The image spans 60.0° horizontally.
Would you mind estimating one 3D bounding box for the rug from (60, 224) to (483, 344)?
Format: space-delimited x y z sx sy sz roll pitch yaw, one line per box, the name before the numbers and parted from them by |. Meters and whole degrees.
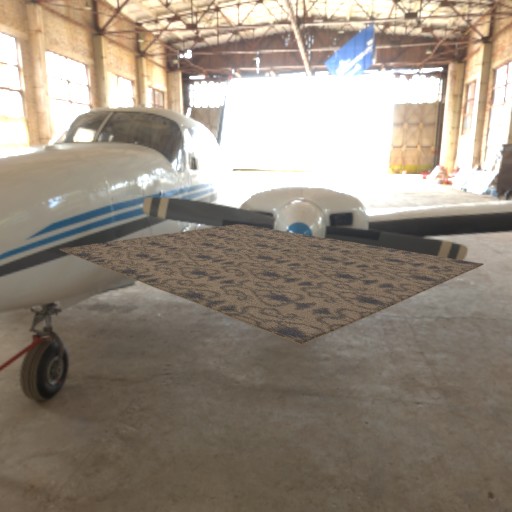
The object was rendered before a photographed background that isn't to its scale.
rug | 0.000 0.000 4.158 2.437 0.015 3.205 -12 17 -42
